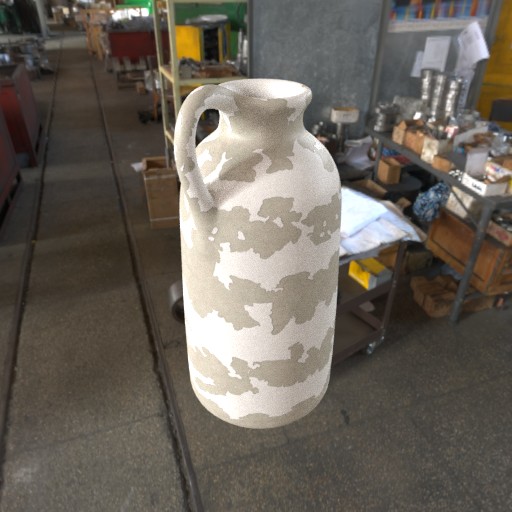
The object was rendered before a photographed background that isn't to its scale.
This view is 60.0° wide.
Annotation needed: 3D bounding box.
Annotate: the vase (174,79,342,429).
[{"bbox_3d":[0.000,0.000,0.492,0.186,0.382,0.203,22,39,31],"label":"vase"}]
